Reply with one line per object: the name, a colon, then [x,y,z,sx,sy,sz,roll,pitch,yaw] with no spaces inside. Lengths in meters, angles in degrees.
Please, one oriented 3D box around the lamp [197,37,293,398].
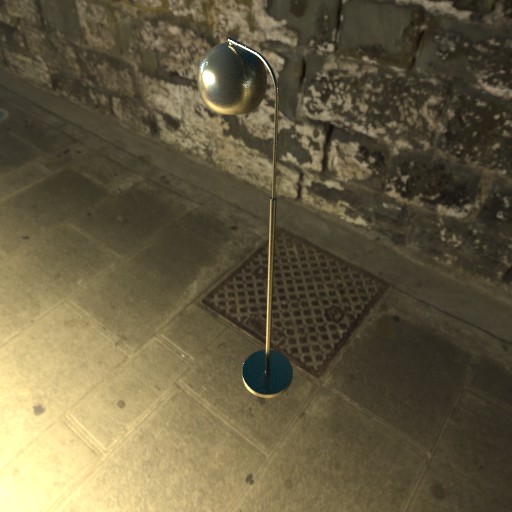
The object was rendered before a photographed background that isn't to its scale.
lamp: [0.000,0.000,1.698,0.250,1.526,0.431,-29,52,-26]
